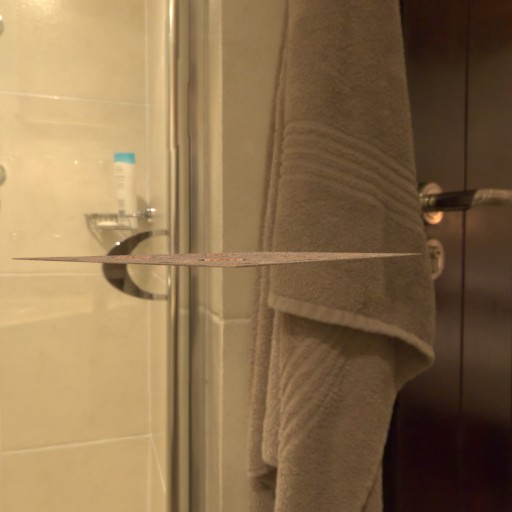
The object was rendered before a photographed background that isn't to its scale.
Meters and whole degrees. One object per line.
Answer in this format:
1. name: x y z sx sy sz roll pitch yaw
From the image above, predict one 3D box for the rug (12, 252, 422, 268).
1. rug: 0.000 0.000 2.952 1.515 0.007 2.427 1 2 35
